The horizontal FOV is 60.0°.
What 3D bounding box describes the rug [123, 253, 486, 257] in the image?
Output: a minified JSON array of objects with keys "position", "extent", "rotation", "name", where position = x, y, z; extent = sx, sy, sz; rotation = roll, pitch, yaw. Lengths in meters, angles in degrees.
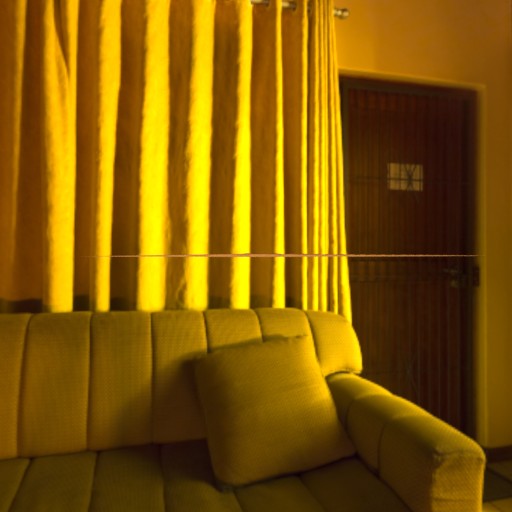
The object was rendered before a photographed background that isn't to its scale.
[{"position":[0.000,0.000,4.261],"extent":[2.439,0.005,3.201],"rotation":[0,0,-36],"name":"rug"}]
